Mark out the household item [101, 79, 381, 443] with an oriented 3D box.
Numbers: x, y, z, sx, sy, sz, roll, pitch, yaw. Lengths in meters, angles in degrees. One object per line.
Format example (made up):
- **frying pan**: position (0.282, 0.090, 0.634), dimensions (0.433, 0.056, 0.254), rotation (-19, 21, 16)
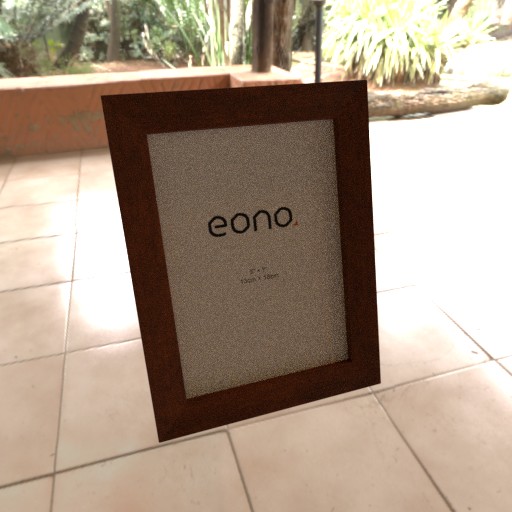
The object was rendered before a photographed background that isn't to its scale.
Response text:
- **household item**: position (0.000, 0.000, 0.291), dimensions (0.160, 0.204, 0.096), rotation (-9, 32, -15)
